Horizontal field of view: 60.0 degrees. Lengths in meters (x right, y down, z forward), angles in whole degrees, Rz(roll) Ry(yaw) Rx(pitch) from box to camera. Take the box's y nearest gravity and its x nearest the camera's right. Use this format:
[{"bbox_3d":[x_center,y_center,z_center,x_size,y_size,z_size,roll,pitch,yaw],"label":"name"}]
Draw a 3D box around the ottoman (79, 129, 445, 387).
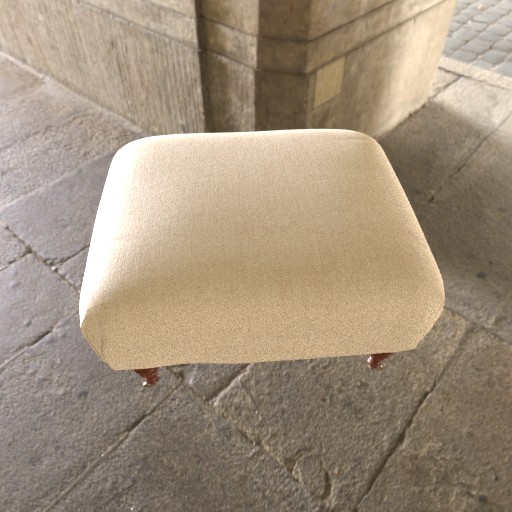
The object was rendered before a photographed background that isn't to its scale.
[{"bbox_3d":[0.000,0.000,1.140,0.747,0.450,0.622,-3,48,-3],"label":"ottoman"}]
